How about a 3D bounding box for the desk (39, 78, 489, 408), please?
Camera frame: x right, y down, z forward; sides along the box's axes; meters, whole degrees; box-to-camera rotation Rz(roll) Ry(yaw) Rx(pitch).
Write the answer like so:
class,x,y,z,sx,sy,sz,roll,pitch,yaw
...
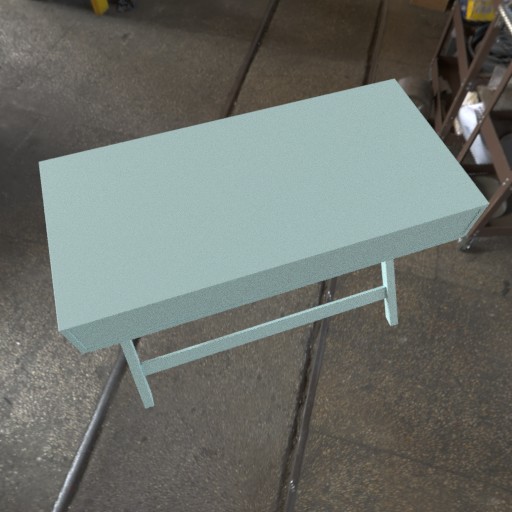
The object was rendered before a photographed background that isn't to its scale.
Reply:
class,x,y,z,sx,sy,sz,roll,pitch,yaw
desk,0.000,0.000,1.485,1.057,0.780,0.525,-16,61,-9
